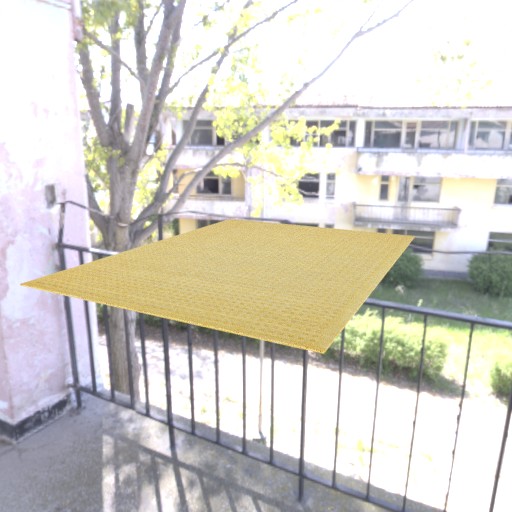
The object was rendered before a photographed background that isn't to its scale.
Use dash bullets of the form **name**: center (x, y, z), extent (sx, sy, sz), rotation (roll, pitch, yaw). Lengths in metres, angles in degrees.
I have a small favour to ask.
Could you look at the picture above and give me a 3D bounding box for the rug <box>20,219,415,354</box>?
- **rug**: center (0.000, 0.000, 4.312), extent (2.486, 0.015, 3.242), rotation (8, 17, 26)
